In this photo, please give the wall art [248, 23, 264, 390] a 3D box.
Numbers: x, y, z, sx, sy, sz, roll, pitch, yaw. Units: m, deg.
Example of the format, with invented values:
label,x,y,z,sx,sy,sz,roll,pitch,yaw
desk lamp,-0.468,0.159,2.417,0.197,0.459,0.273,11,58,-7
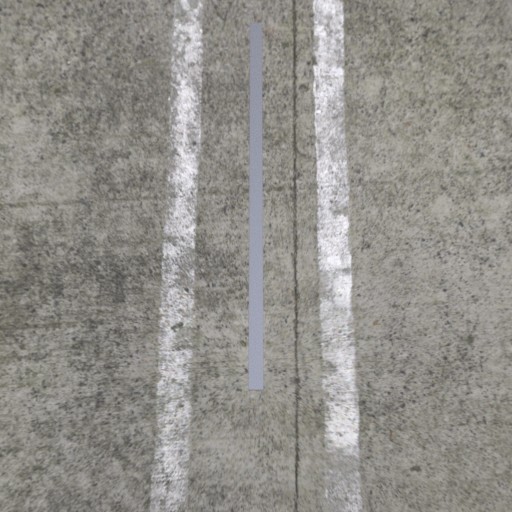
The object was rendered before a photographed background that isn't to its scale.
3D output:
label,x,y,z,sx,sy,sz,roll,pitch,yaw
wall art,0.000,0.000,0.687,0.013,0.534,0.380,0,75,0
